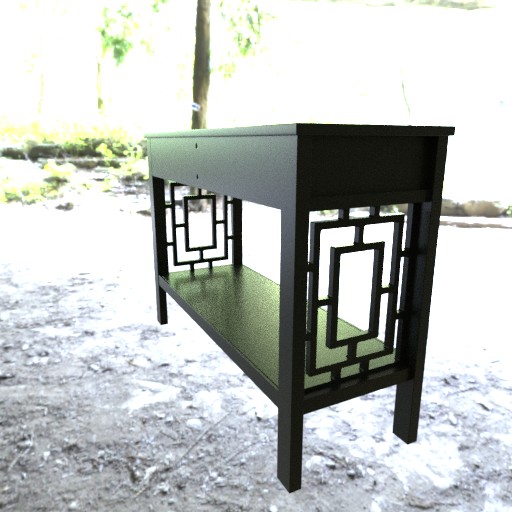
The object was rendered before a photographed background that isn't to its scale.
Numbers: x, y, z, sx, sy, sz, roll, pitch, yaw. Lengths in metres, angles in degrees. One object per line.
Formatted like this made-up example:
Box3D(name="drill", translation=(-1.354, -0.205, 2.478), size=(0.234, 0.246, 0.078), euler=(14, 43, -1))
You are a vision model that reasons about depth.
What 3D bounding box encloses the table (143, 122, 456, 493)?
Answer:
Box3D(name="table", translation=(0.000, 0.000, 1.380), size=(0.397, 0.753, 1.068), euler=(-7, 16, -26))
